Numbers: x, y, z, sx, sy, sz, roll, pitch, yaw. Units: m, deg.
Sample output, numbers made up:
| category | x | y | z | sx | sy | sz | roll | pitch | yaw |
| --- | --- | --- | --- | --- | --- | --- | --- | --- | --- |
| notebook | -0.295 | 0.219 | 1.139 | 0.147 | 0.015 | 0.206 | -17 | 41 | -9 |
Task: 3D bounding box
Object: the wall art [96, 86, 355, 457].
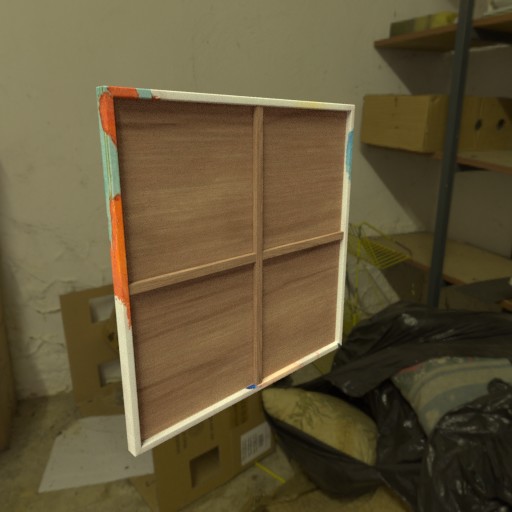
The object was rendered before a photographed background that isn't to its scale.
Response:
| category | x | y | z | sx | sy | sz | roll | pitch | yaw |
| --- | --- | --- | --- | --- | --- | --- | --- | --- | --- |
| wall art | 0.000 | 0.000 | 1.511 | 1.017 | 1.017 | 0.044 | -14 | 21 | -42 |
